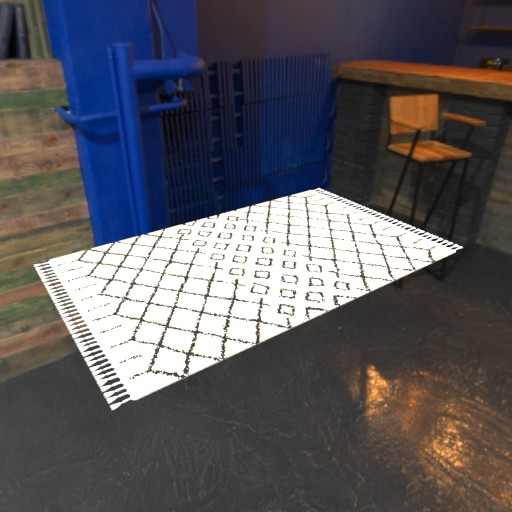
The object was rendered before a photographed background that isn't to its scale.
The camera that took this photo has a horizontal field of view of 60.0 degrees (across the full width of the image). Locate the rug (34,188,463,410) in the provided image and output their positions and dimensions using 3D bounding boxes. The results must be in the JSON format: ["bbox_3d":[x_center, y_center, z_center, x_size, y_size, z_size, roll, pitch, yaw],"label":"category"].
[{"bbox_3d":[0.000,0.000,2.395,2.006,0.008,1.196,-19,34,-31],"label":"rug"}]
